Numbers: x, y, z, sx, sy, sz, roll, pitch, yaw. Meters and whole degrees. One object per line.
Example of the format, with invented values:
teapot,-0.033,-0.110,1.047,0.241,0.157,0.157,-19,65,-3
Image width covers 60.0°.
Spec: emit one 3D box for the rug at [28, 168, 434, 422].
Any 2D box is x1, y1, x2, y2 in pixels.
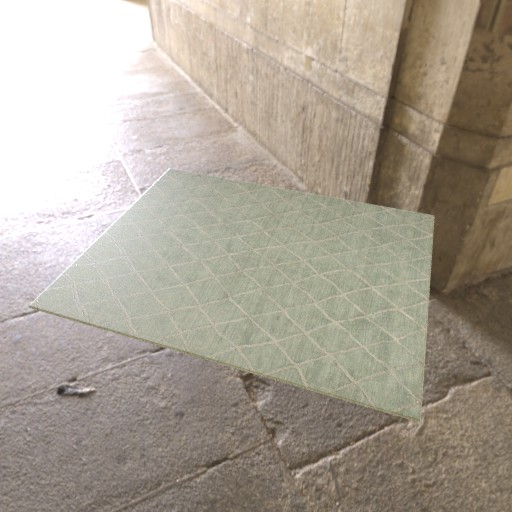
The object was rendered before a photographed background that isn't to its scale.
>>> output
rug,0.000,0.000,4.059,3.039,0.019,2.420,13,41,15
